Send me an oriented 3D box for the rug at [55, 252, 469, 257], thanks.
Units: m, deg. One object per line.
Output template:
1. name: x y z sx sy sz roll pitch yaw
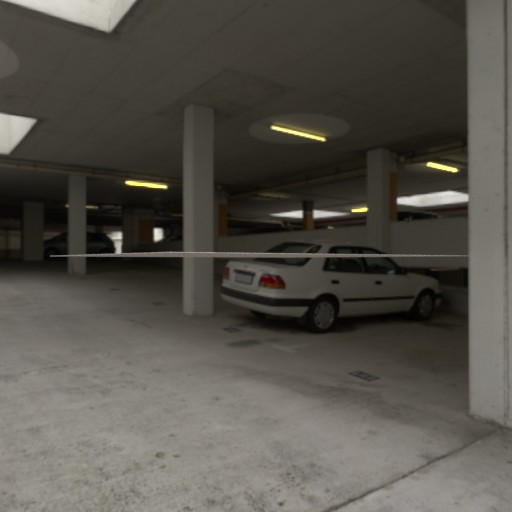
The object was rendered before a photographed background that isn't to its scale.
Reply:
1. rug: 0.000 0.000 3.936 2.880 0.005 2.391 0 -1 -37
